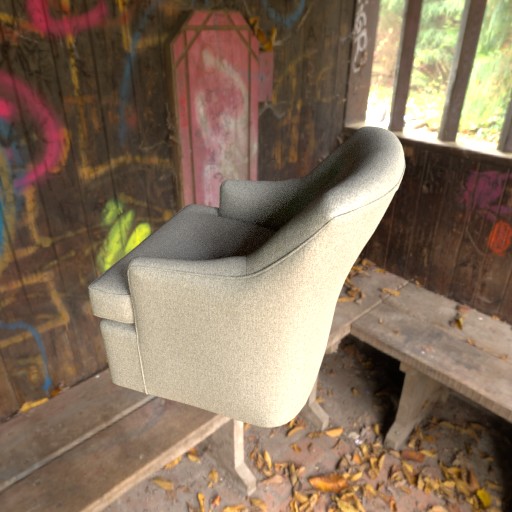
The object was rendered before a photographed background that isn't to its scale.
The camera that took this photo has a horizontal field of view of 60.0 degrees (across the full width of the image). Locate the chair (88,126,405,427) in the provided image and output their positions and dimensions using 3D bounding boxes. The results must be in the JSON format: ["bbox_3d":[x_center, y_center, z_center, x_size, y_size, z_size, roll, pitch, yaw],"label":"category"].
[{"bbox_3d":[0.000,0.000,1.606,0.923,0.856,0.864,9,30,16],"label":"chair"}]
